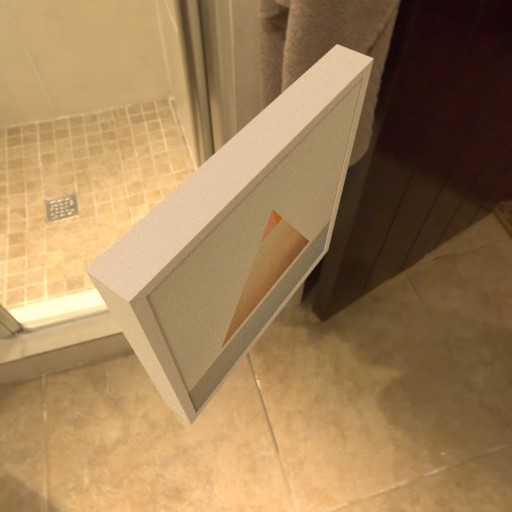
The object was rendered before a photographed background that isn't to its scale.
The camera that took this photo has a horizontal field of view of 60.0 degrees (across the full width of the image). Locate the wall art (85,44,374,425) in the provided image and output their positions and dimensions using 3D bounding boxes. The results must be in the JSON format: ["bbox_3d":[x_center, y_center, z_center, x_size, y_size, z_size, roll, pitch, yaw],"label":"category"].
[{"bbox_3d":[0.000,0.000,0.462,0.038,0.304,0.305,31,62,19],"label":"wall art"}]
